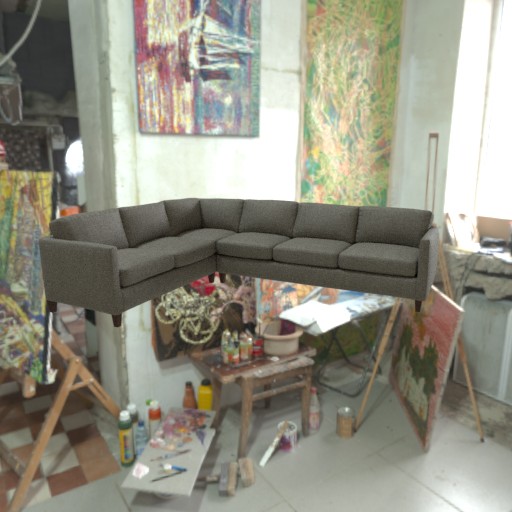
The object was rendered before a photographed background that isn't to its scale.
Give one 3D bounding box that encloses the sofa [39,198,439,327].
[{"bbox_3d":[0.000,0.000,4.552,3.302,0.947,2.593,6,14,26],"label":"sofa"}]
